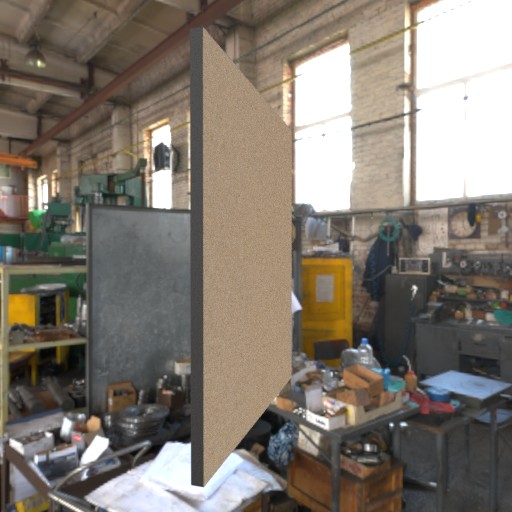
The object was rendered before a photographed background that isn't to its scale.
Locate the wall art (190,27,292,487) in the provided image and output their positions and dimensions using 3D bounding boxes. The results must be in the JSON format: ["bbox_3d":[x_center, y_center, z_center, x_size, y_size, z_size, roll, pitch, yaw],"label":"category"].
[{"bbox_3d":[0.000,0.000,1.195,0.028,0.863,0.755,0,1,17],"label":"wall art"}]
